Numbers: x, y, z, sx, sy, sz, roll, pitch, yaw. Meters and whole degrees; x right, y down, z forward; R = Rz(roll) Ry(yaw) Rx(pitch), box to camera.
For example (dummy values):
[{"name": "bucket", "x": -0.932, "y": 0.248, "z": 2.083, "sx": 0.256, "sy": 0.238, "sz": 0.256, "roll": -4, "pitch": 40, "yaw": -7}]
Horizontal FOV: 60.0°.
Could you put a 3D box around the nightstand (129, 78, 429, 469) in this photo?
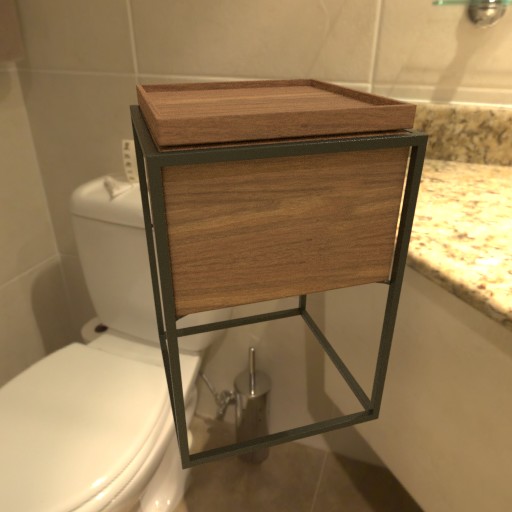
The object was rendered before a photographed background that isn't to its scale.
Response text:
[{"name": "nightstand", "x": 0.000, "y": 0.000, "z": 0.873, "sx": 0.397, "sy": 0.607, "sz": 0.397, "roll": -8, "pitch": 29, "yaw": -15}]
